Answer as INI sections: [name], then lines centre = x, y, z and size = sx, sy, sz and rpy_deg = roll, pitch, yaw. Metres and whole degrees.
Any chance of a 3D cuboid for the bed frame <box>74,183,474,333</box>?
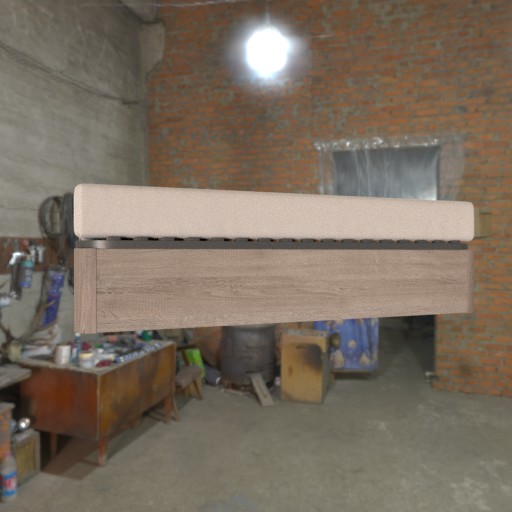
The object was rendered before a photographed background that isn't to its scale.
[bed frame]
centre = 0.000, 0.000, 2.580
size = 1.900, 0.561, 1.400
rpy_deg = 0, 0, -19
